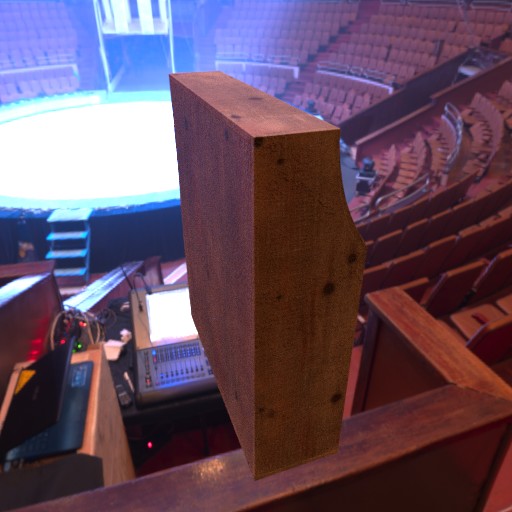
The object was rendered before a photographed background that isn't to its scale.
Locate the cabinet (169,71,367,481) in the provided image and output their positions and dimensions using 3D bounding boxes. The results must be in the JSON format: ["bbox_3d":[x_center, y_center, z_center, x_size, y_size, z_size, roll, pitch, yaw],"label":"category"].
[{"bbox_3d":[0.000,0.000,0.838,0.184,0.590,0.489,-10,32,-17],"label":"cabinet"}]
